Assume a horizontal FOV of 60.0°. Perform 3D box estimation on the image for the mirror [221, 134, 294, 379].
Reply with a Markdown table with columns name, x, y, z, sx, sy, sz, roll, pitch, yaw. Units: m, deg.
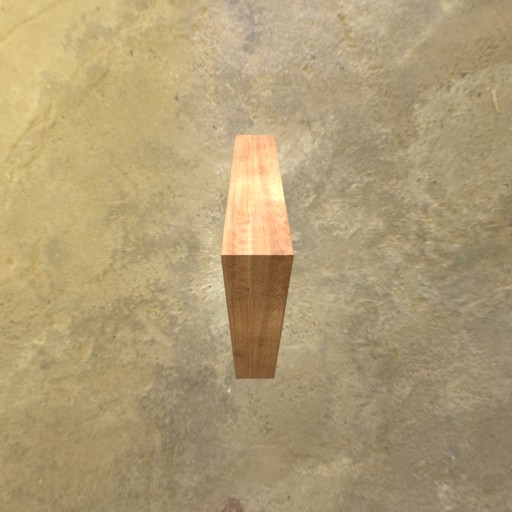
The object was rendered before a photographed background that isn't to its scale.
| name | x | y | z | sx | sy | sz | roll | pitch | yaw |
| --- | --- | --- | --- | --- | --- | --- | --- | --- | --- |
| mirror | 0.000 | 0.000 | 0.872 | 0.100 | 0.548 | 0.631 | 0 | 90 | 0 |
